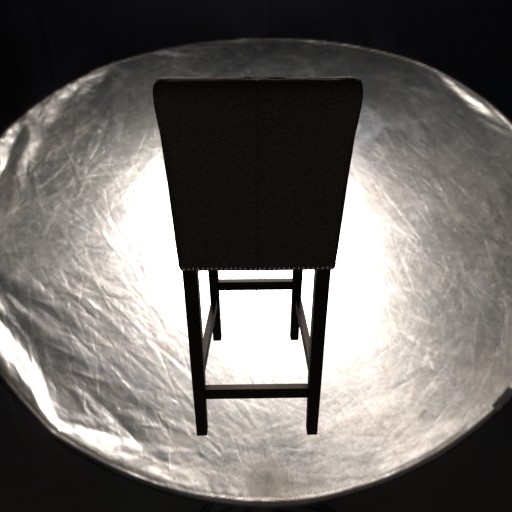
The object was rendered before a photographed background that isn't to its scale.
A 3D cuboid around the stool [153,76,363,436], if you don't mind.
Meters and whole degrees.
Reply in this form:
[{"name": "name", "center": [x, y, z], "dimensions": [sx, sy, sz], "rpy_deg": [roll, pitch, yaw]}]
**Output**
[{"name": "stool", "center": [0.000, 0.000, 1.309], "dimensions": [0.411, 1.047, 0.548], "rpy_deg": [-1, 29, -1]}]
